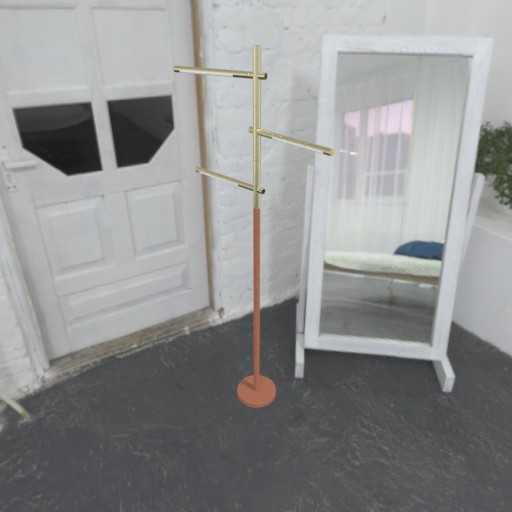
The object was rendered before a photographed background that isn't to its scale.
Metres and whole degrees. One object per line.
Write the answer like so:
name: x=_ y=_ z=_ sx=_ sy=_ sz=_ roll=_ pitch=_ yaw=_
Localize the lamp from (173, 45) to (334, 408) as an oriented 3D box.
lamp: x=0.000 y=0.000 z=1.979 sx=0.737 sy=1.704 sz=0.209 roll=19 pitch=35 yaw=30
